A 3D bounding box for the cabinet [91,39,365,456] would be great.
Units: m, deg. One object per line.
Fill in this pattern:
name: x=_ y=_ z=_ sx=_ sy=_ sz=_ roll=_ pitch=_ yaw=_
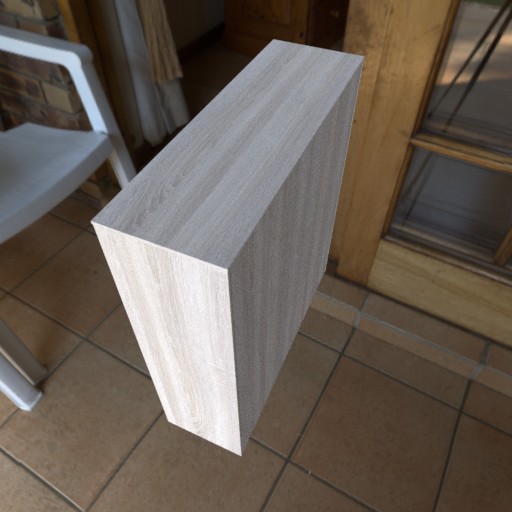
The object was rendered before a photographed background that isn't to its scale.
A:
cabinet: x=0.000 y=0.000 z=3.012 sx=0.620 sy=2.060 sz=1.870 roll=19 pitch=51 yaw=16
